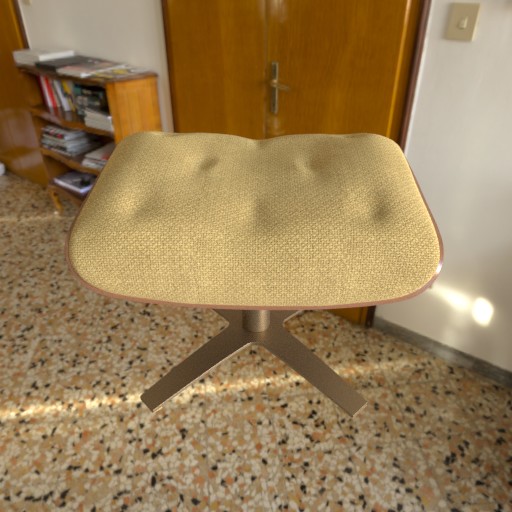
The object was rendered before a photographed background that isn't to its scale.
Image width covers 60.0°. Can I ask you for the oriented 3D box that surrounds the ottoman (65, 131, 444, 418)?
[{"bbox_3d":[0.000,0.000,0.809,0.520,0.391,0.394,1,32,2],"label":"ottoman"}]
